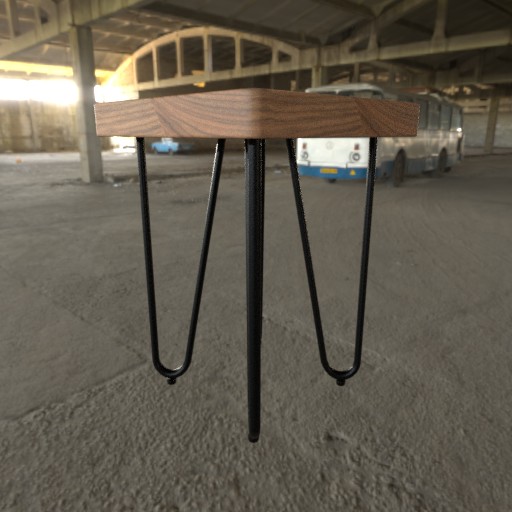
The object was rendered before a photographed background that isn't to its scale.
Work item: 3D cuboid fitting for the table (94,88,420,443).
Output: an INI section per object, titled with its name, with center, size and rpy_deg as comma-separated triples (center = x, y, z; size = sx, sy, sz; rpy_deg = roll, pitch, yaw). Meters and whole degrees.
[table]
center = 0.000, 0.000, 0.984
size = 0.479, 0.641, 0.480
rpy_deg = -15, 21, -42
